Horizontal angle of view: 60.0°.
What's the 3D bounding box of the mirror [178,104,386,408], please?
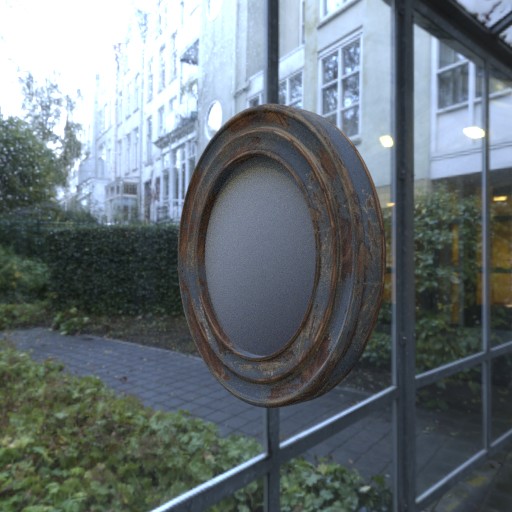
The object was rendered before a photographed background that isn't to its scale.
[{"bbox_3d":[0.000,0.000,0.893,0.061,0.585,0.585,0,0,-37],"label":"mirror"}]
